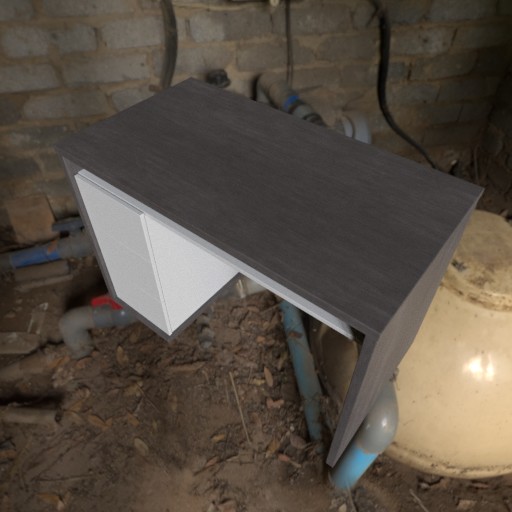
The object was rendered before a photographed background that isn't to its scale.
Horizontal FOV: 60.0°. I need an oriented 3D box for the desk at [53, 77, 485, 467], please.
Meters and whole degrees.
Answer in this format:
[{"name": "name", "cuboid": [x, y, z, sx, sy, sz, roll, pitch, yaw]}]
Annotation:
[{"name": "desk", "cuboid": [0.000, 0.000, 1.539, 1.100, 0.750, 0.600, 30, 53, 26]}]
